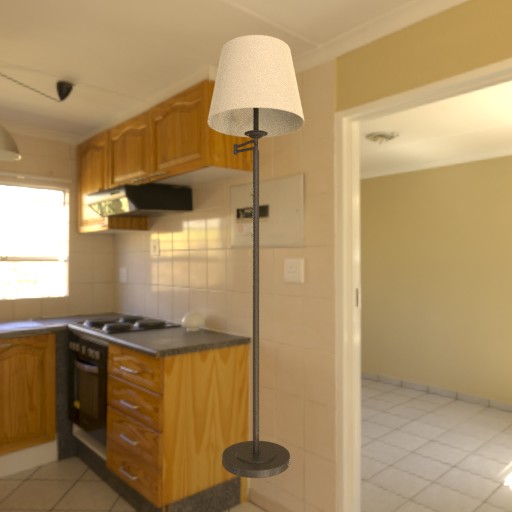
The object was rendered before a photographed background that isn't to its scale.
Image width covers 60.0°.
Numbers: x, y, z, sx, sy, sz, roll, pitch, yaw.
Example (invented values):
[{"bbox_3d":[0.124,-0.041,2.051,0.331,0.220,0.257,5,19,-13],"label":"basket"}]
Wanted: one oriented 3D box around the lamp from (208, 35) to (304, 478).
[{"bbox_3d":[0.000,0.000,1.595,0.348,1.473,0.348,0,-1,38],"label":"lamp"}]
